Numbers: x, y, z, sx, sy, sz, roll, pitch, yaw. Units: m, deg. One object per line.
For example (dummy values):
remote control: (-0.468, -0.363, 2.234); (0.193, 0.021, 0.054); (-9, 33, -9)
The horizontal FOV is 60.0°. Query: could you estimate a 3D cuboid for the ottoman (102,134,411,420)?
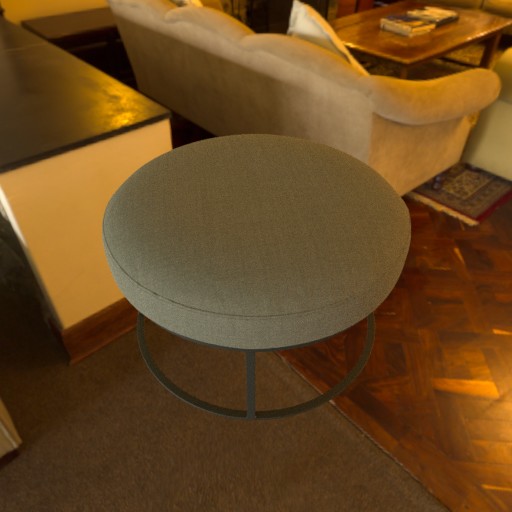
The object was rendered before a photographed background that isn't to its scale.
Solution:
ottoman: (0.000, 0.000, 1.239); (0.772, 0.460, 0.772); (0, 41, 0)
